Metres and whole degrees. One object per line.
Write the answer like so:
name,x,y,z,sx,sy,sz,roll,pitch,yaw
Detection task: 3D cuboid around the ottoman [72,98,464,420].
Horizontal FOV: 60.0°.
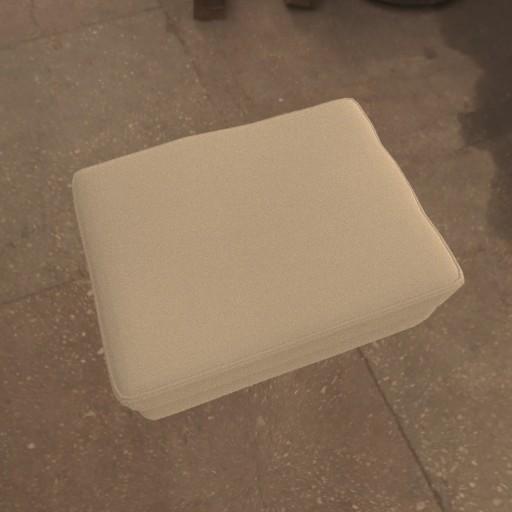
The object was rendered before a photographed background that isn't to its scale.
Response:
ottoman,0.000,0.000,1.231,0.818,0.485,0.634,-18,65,-9
